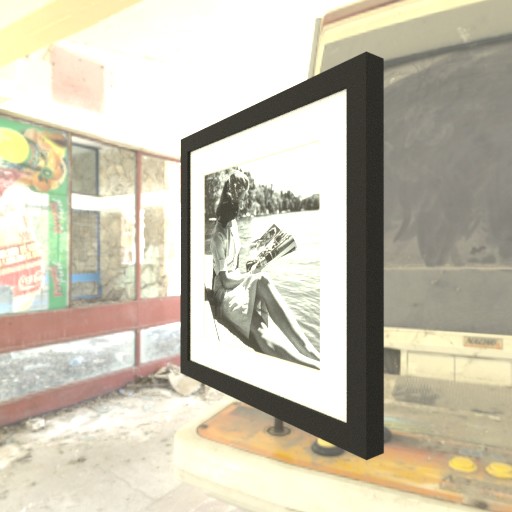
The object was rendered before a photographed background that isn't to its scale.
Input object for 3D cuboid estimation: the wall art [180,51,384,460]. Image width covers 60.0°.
[{"bbox_3d":[0.000,0.000,0.692,0.030,0.458,0.462,0,0,-36],"label":"wall art"}]
